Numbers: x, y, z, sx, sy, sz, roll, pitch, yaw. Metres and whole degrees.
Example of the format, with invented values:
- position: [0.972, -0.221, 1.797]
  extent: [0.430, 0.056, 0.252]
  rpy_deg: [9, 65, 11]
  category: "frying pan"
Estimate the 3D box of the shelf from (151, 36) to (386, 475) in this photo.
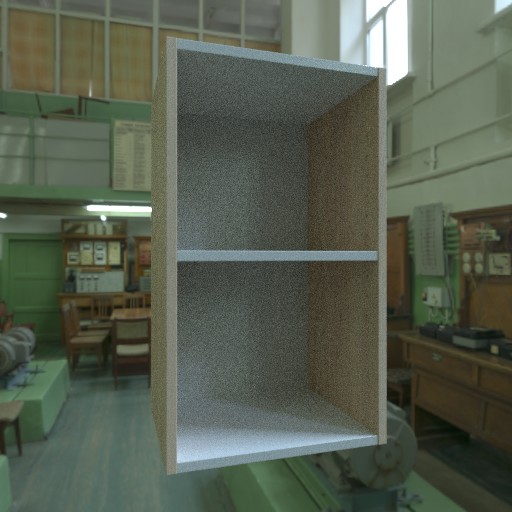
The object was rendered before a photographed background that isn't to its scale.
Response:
- position: [0.000, 0.000, 0.795]
  extent: [0.350, 0.600, 0.290]
  rpy_deg: [0, 0, -17]
  category: "shelf"
